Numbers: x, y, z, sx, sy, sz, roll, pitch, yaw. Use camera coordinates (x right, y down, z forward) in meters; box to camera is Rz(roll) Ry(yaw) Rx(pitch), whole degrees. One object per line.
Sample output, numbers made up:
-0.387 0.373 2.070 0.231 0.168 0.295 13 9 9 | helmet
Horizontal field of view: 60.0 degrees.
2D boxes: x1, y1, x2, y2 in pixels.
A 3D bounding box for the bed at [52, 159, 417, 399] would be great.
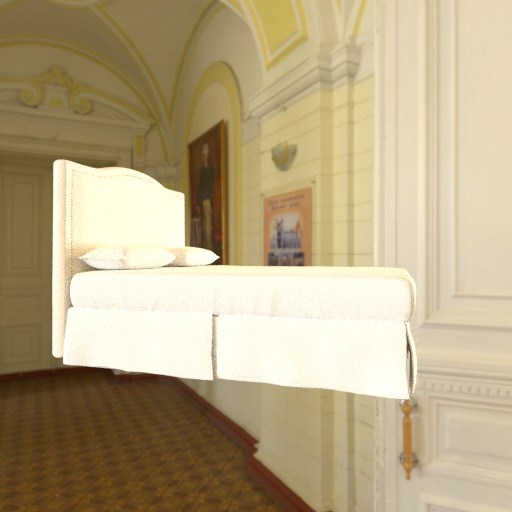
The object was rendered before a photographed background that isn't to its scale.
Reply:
0.000 0.000 3.385 2.282 1.436 1.821 0 0 18 | bed
